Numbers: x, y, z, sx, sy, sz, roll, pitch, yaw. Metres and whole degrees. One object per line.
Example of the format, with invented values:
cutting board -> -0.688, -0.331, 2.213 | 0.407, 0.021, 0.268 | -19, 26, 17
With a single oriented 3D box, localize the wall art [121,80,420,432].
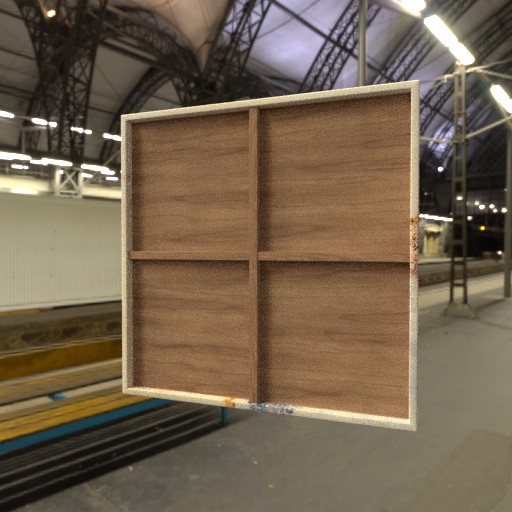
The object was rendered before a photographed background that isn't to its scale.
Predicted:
wall art -> 0.000, 0.000, 1.542 | 1.061, 1.061, 0.071 | 0, 1, 20
